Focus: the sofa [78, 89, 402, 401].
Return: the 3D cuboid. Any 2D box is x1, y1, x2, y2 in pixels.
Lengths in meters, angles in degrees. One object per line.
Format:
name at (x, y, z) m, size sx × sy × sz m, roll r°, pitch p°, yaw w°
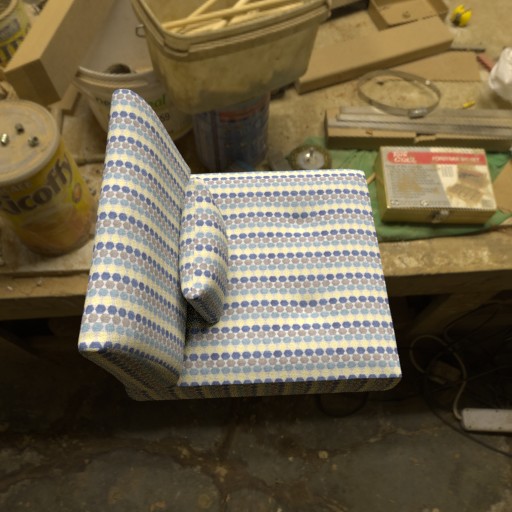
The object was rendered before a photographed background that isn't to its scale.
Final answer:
sofa at (0.000, 0.000, 1.661) m, size 1.000 × 0.830 × 0.930 m, roll -2°, pitch 64°, yaw -1°
